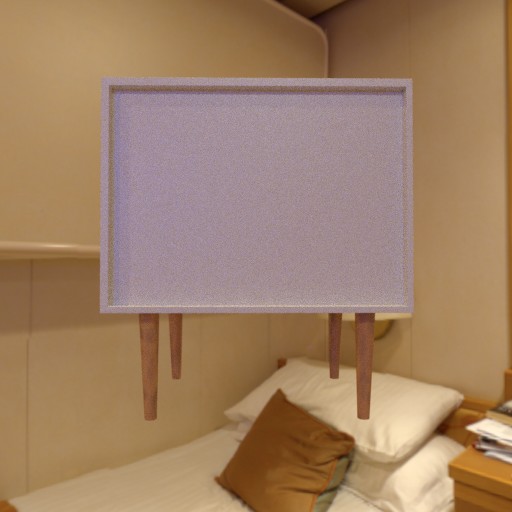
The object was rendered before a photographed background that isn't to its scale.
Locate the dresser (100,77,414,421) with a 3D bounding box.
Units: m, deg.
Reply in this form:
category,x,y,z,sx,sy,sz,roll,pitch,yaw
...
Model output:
category,x,y,z,sx,sy,sz,roll,pitch,yaw
dresser,0.000,0.000,0.917,0.503,0.568,0.414,0,-1,-1
